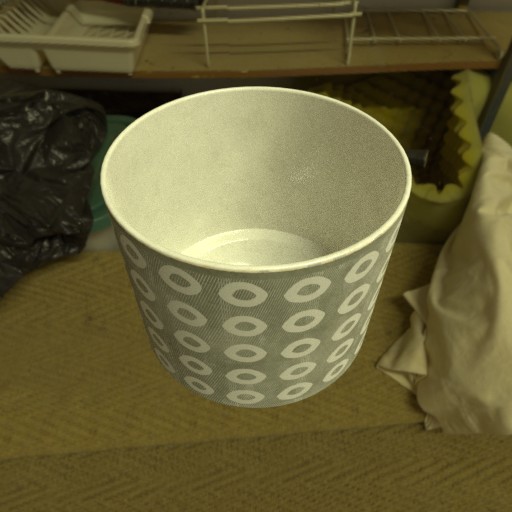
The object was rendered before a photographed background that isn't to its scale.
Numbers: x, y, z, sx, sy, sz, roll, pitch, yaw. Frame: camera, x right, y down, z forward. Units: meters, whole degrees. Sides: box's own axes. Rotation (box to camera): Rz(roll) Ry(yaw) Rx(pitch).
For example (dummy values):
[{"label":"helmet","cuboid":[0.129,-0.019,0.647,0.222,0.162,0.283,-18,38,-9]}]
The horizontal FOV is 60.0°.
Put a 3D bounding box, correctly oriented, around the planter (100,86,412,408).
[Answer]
[{"label":"planter","cuboid":[0.000,0.000,0.343,0.190,0.181,0.190,0,47,0]}]
